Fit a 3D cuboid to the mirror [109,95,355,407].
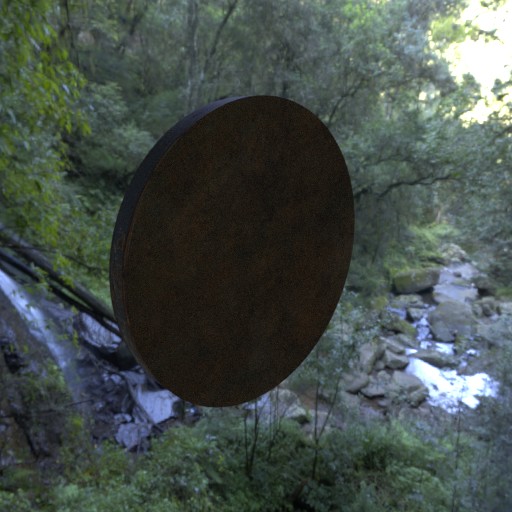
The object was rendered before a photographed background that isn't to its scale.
[{"bbox_3d":[0.000,0.000,0.860,0.585,0.585,0.061,-16,23,-42],"label":"mirror"}]
